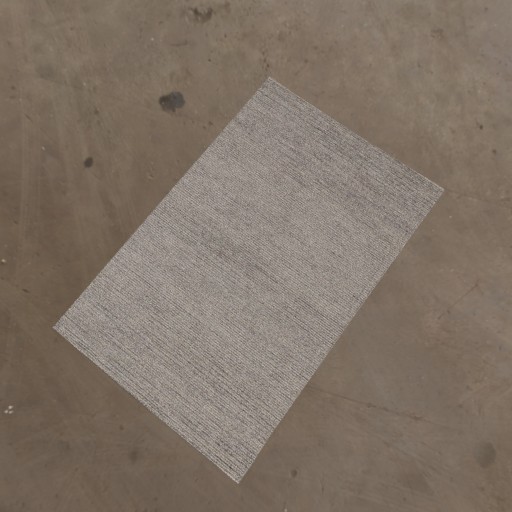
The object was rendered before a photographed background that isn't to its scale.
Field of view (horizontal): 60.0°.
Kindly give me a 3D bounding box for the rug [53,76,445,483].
[{"bbox_3d":[0.000,0.000,2.272,1.162,0.022,1.804,36,79,9],"label":"rug"}]
